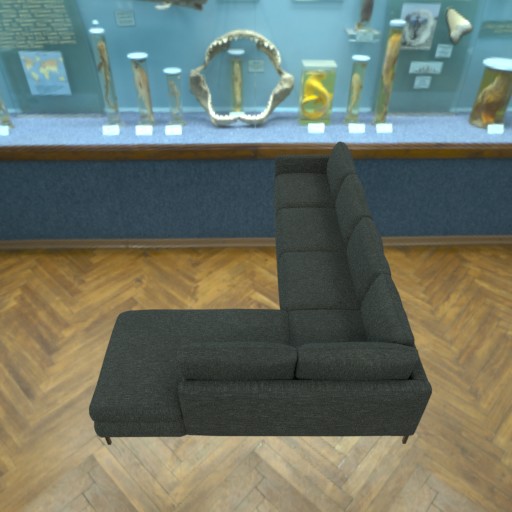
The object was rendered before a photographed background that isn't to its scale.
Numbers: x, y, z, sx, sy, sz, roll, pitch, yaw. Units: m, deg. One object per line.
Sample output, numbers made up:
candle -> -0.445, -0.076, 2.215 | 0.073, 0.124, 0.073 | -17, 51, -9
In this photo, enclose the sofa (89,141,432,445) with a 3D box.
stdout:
sofa -> 0.000, 0.000, 3.729 | 2.007, 0.815, 2.949 | 0, 39, 0
